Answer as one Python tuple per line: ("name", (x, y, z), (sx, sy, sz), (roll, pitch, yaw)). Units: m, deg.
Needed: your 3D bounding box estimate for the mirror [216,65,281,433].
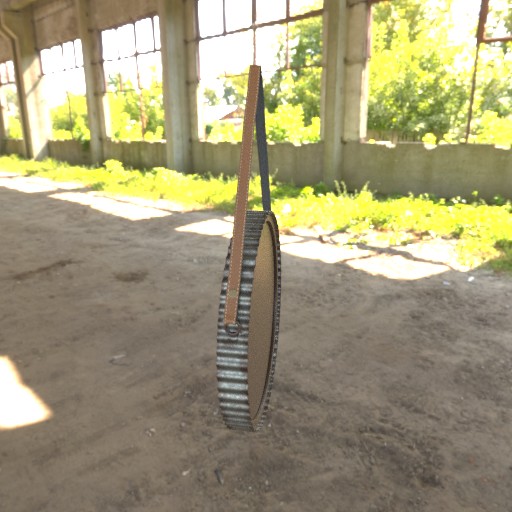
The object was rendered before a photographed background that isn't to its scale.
("mirror", (0.000, 0.000, 0.710), (0.042, 0.568, 0.355), (3, 16, 10))
